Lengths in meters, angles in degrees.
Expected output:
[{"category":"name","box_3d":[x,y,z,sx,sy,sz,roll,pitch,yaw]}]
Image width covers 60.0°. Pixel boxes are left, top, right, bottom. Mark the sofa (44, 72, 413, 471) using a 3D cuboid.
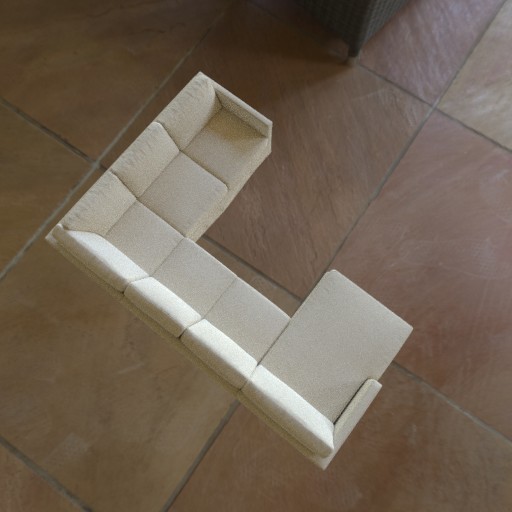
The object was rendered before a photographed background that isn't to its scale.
[{"category":"sofa","box_3d":[0.000,0.000,4.588,3.464,0.882,2.448,37,79,8]}]
